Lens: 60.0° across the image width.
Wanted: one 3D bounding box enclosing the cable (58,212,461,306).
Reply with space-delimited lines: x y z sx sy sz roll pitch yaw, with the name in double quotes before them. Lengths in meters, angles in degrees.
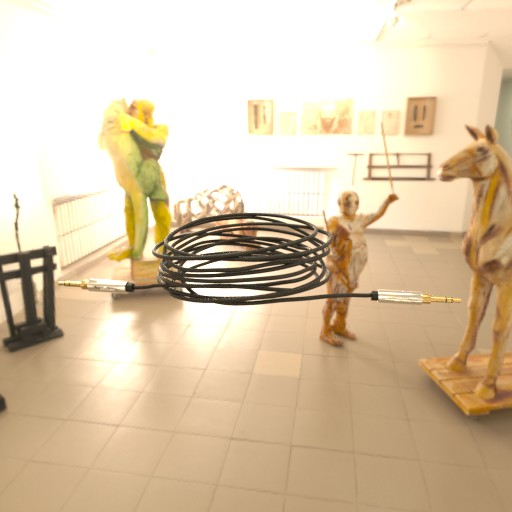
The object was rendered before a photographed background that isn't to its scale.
"cable" 0.000 0.000 0.508 0.432 0.069 0.198 3 17 8
